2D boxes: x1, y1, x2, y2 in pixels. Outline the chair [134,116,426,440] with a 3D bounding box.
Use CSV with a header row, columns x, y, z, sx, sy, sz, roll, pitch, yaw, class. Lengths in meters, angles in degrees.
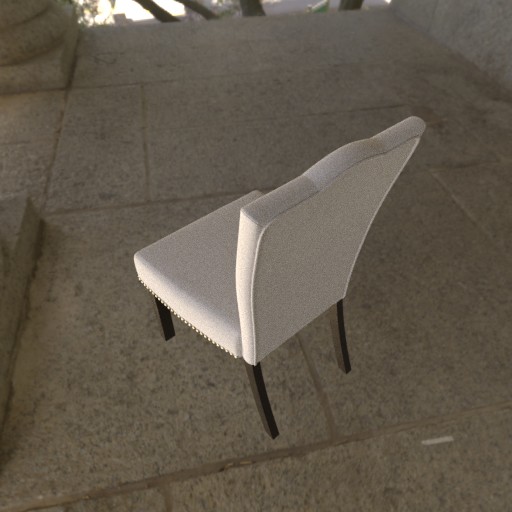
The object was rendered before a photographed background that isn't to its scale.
x,y,z,sx,sy,sz,roll,pitch,yaw,class
0.000,0.000,1.289,0.518,0.946,0.589,-32,53,-28,chair
